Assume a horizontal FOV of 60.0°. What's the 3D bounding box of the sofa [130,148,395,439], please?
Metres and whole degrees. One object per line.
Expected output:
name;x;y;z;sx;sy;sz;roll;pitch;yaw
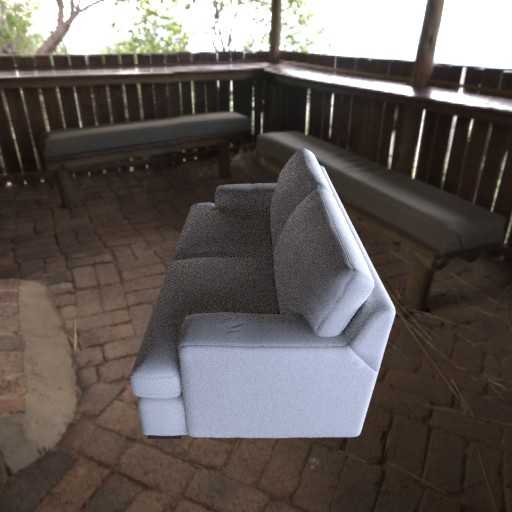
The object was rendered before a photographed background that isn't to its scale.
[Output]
sofa;0.000;0.000;2.876;1.143;0.940;2.261;0;27;0
